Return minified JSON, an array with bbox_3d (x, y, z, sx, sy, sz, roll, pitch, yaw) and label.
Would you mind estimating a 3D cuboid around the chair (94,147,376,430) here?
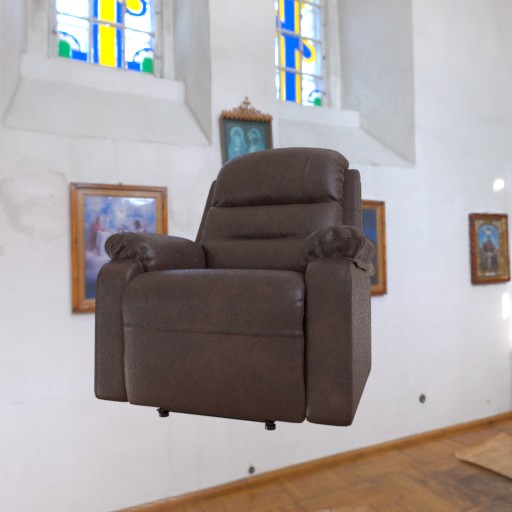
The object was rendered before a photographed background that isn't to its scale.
[{"bbox_3d":[0.000,0.000,1.658,0.855,0.992,0.919,-1,-2,19],"label":"chair"}]
